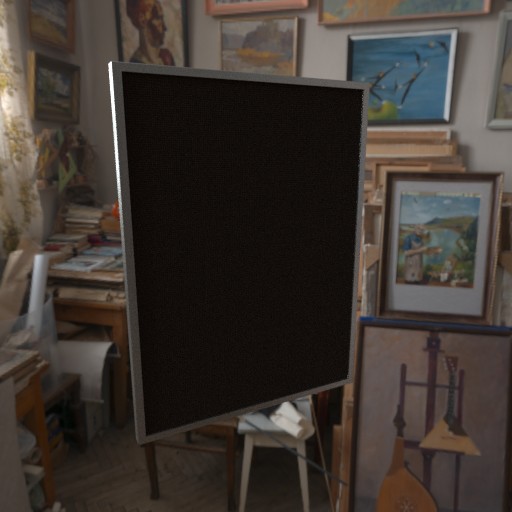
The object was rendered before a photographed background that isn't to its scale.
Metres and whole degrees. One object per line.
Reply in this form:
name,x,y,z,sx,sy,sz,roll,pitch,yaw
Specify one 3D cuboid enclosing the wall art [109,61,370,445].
wall art,0.000,0.000,1.383,0.801,1.062,0.037,-7,15,-26
